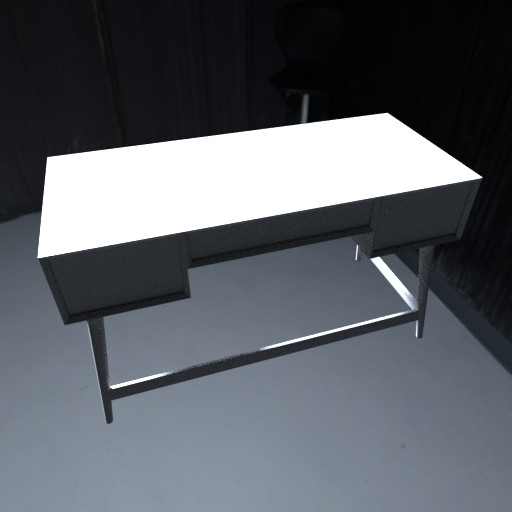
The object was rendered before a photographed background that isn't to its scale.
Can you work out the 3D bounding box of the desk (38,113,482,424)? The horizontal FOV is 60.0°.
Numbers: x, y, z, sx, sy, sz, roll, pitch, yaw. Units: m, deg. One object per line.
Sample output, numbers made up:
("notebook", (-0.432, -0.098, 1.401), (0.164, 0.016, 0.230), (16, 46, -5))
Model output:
("desk", (0.000, 0.000, 1.701), (1.313, 0.762, 0.589), (-11, 40, -14))
